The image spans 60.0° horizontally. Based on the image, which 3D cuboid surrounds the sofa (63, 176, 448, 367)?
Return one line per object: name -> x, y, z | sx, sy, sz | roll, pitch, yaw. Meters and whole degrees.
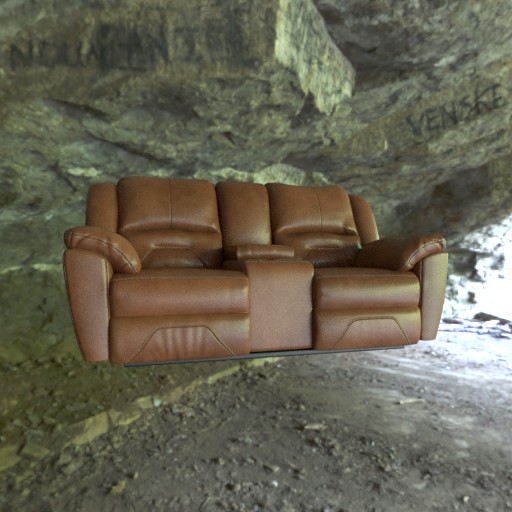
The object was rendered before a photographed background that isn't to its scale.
sofa -> 0.000, 0.000, 2.669 | 2.058, 1.043, 0.991 | 0, -1, -17
